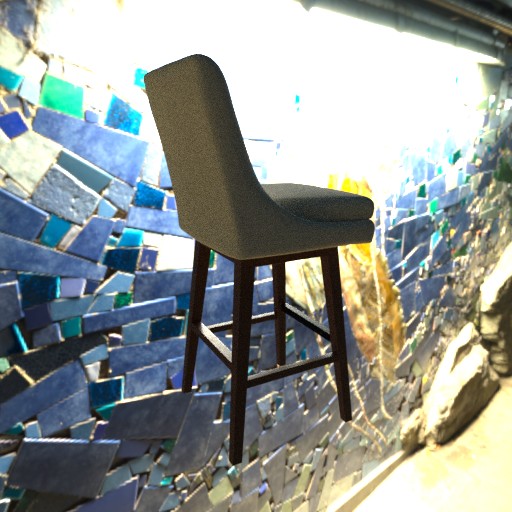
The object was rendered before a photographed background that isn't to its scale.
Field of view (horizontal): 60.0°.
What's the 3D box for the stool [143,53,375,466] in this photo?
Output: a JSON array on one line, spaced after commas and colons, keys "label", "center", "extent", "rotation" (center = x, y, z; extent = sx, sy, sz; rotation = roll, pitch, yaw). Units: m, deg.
[{"label": "stool", "center": [0.000, 0.000, 1.397], "extent": [0.559, 1.093, 0.483], "rotation": [-8, 18, -27]}]
